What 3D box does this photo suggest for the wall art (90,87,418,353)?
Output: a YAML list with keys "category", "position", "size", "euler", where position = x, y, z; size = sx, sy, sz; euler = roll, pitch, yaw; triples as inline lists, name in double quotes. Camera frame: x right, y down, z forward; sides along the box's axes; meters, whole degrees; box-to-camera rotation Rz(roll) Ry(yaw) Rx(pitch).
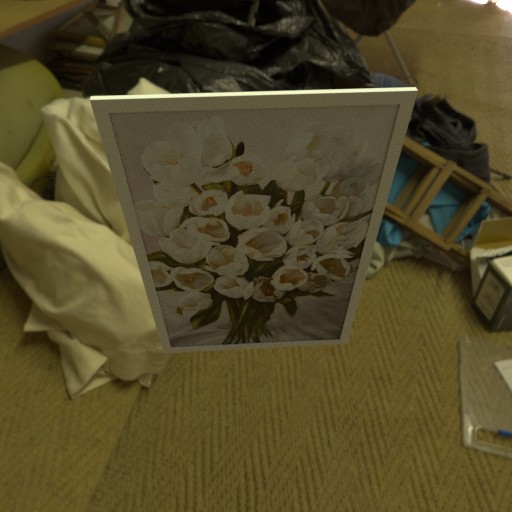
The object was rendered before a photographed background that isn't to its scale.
- category: "wall art"
  position: [0.000, 0.000, 1.249]
  size: [0.660, 0.965, 0.015]
  euler: [-2, 47, -2]
